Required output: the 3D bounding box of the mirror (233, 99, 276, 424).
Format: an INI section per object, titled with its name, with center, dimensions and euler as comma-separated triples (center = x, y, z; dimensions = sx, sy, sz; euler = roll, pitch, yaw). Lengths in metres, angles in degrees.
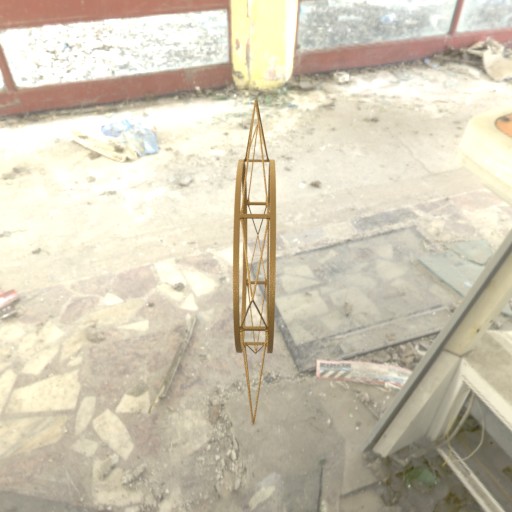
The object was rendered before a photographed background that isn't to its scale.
[mirror]
center = 0.000, 0.000, 0.810
dimensions = 0.062, 0.581, 0.498
euler = 1, 41, 1
